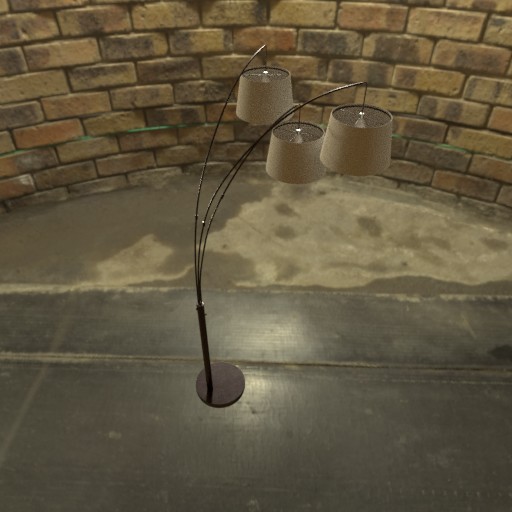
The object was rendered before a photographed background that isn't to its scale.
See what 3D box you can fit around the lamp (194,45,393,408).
[{"bbox_3d":[0.000,0.000,2.447,0.924,1.950,0.951,-25,47,-27],"label":"lamp"}]
